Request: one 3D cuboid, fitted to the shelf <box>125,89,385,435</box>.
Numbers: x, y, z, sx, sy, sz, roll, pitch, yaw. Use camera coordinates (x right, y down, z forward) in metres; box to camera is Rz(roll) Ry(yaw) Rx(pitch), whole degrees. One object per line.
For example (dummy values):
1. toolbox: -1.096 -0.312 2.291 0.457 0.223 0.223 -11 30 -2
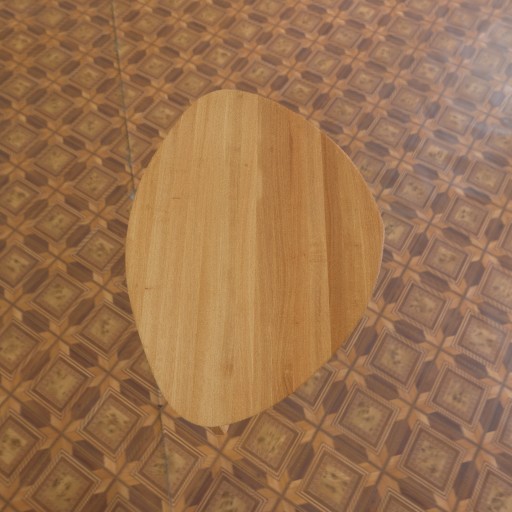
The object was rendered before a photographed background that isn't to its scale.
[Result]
1. shelf: 0.000 0.000 1.658 0.845 0.440 1.246 0 63 0
